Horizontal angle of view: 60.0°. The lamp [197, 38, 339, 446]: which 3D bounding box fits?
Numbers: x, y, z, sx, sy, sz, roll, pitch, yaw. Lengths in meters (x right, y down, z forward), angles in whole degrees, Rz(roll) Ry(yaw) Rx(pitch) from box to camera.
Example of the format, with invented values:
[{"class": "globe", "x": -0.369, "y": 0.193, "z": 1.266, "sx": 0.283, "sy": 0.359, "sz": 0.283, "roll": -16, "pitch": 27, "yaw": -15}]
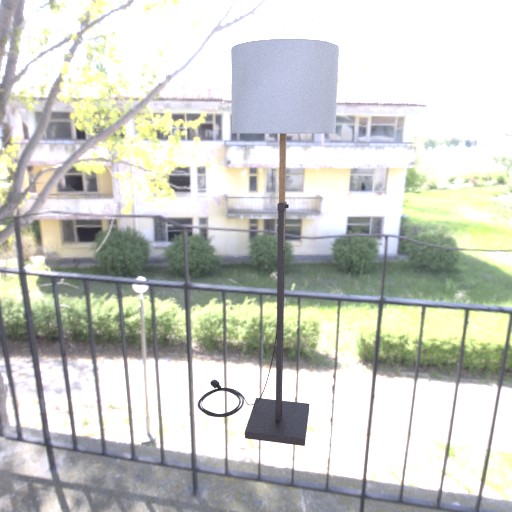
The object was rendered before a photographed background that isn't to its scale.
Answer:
[{"class": "lamp", "x": 0.000, "y": 0.000, "z": 1.946, "sx": 0.639, "sy": 1.650, "sz": 0.474, "roll": 3, "pitch": 16, "yaw": 10}]
